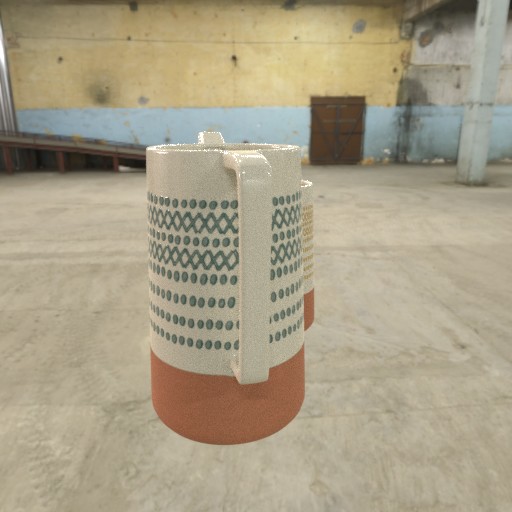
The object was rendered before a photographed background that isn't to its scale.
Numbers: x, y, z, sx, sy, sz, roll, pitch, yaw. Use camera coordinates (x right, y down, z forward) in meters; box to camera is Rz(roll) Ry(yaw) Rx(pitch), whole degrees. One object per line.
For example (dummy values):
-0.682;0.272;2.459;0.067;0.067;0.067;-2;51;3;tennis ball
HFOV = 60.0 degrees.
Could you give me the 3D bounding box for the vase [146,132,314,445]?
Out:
0.000;0.000;0.459;0.168;0.247;0.326;8;18;25;vase
